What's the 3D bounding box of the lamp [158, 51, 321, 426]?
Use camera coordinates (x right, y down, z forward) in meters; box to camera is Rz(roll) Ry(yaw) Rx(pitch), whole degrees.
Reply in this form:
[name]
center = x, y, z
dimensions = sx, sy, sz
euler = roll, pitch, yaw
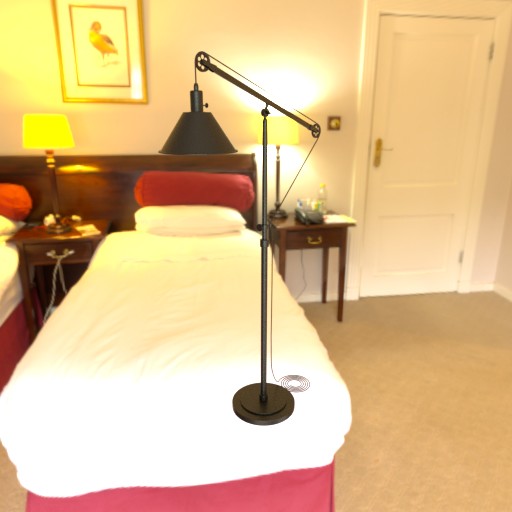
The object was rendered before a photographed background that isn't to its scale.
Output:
[lamp]
center = 0.000, 0.000, 1.983
dimensions = 0.319, 1.626, 0.904
euler = 16, 24, 41
